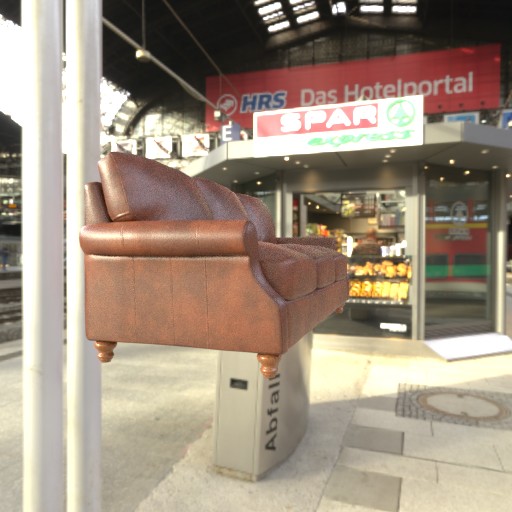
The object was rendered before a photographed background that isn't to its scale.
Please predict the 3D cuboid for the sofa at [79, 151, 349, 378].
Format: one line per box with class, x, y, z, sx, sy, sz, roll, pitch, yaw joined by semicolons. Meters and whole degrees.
sofa;0.000;0.000;2.900;0.973;0.977;2.351;0;1;19
